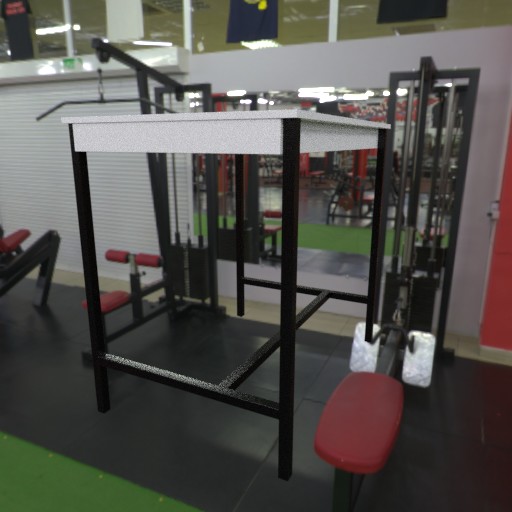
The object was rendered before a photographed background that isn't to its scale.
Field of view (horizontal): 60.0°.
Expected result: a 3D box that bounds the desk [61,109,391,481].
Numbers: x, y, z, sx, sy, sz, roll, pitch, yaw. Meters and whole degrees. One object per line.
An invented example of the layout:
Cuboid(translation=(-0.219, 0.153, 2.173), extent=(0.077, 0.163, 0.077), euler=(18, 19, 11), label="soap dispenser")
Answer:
Cuboid(translation=(0.000, 0.000, 1.320), extent=(0.573, 0.766, 0.811), euler=(7, 16, 26), label="desk")
